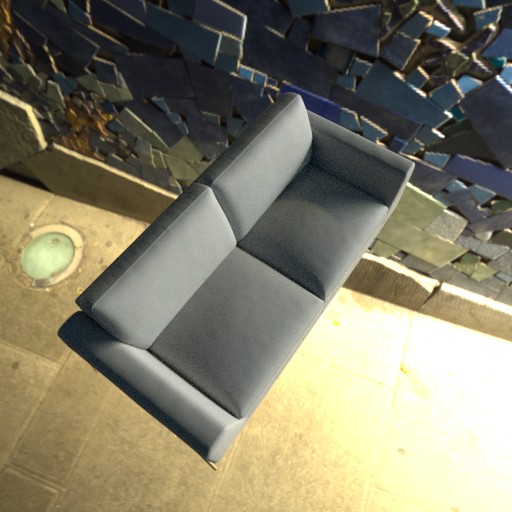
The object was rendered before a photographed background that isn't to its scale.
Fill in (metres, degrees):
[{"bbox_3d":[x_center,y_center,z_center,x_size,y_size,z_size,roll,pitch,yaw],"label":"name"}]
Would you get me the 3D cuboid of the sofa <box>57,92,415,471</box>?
[{"bbox_3d":[0.000,0.000,2.544,0.953,0.875,2.017,32,65,17],"label":"sofa"}]
